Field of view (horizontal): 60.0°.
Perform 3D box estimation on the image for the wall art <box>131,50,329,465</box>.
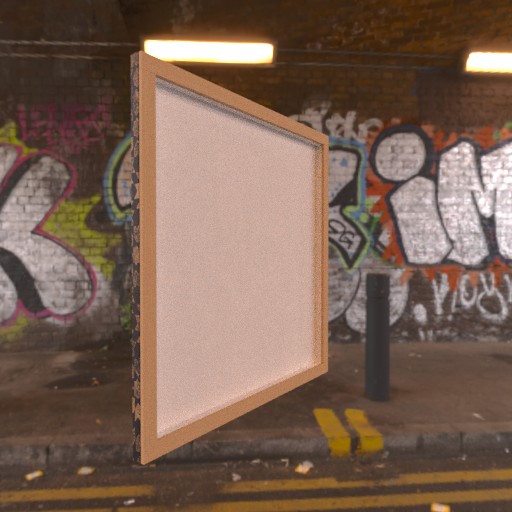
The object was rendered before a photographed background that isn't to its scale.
[{"bbox_3d":[0.000,0.000,1.356,0.038,0.914,0.914,1,1,35],"label":"wall art"}]
